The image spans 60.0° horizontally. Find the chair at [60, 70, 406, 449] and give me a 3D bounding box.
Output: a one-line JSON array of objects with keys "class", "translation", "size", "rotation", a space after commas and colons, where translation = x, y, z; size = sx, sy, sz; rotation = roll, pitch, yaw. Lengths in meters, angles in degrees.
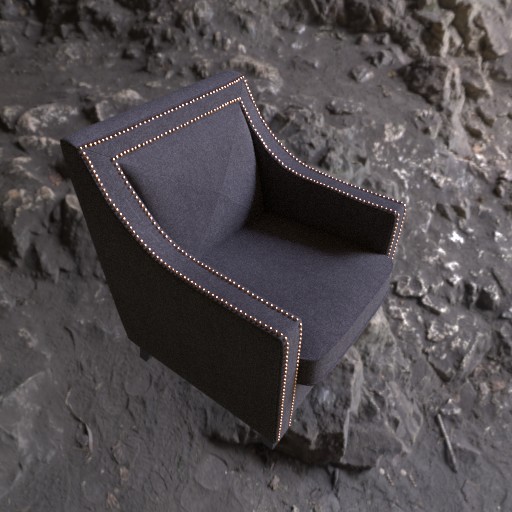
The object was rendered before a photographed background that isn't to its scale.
[{"class": "chair", "translation": [0.000, 0.000, 1.608], "size": [0.884, 0.967, 0.776], "rotation": [26, 47, 27]}]
